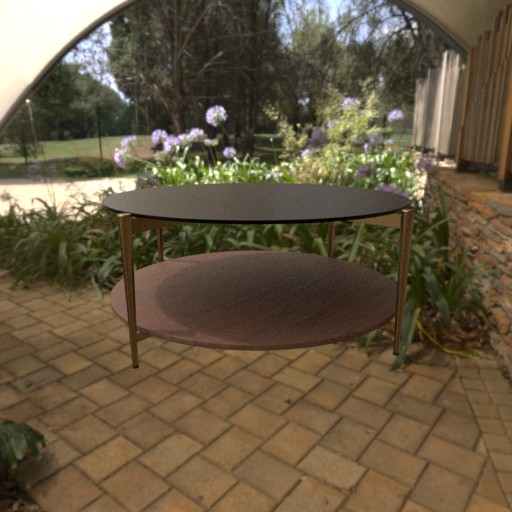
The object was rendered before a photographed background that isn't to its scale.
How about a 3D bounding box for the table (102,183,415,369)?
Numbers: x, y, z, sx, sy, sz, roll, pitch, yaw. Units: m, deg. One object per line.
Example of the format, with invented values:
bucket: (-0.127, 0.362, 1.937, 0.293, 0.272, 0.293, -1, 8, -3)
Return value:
table: (0.000, 0.000, 1.470, 0.938, 0.400, 0.938, 2, 14, 9)
